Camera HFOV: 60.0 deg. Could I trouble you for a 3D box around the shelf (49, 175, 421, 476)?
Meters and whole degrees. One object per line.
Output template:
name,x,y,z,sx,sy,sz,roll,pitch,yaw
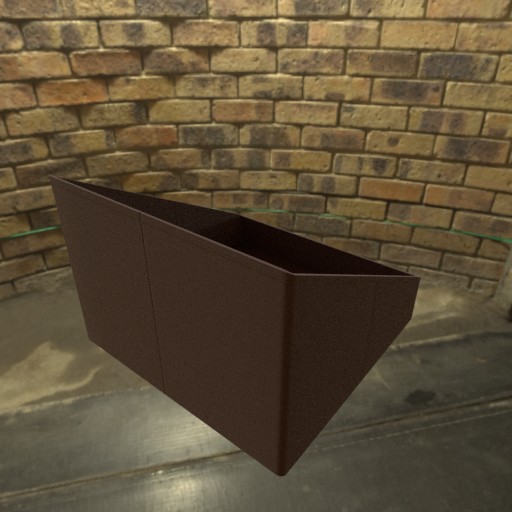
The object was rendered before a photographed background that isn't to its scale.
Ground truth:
shelf,0.000,0.000,0.505,0.292,0.210,0.292,22,37,33
